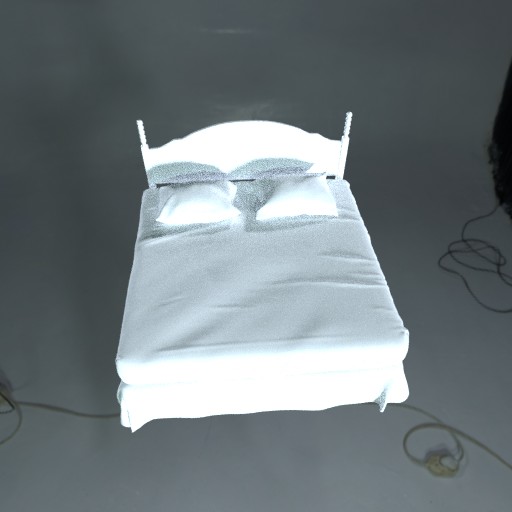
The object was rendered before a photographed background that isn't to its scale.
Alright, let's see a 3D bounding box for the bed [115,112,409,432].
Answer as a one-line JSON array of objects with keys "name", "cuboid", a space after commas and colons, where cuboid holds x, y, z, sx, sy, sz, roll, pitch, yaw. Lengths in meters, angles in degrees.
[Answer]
[{"name": "bed", "cuboid": [0.000, 0.000, 3.633, 2.322, 1.355, 2.219, -3, 45, -3]}]
